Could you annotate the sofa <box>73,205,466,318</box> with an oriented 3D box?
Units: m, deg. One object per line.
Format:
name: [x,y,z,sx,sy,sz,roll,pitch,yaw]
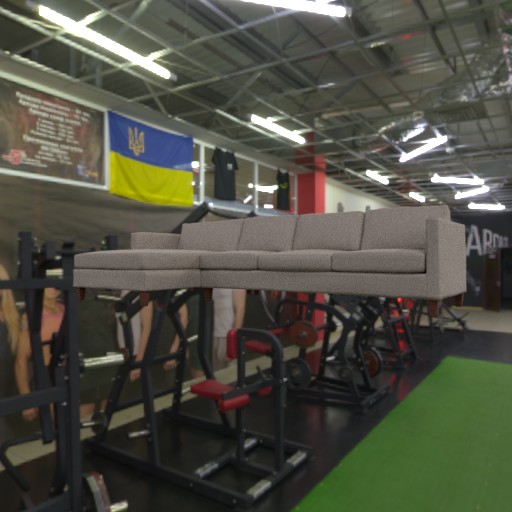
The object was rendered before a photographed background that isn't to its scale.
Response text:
sofa: [0.000,0.000,3.974,3.186,0.846,1.625,0,0,36]
